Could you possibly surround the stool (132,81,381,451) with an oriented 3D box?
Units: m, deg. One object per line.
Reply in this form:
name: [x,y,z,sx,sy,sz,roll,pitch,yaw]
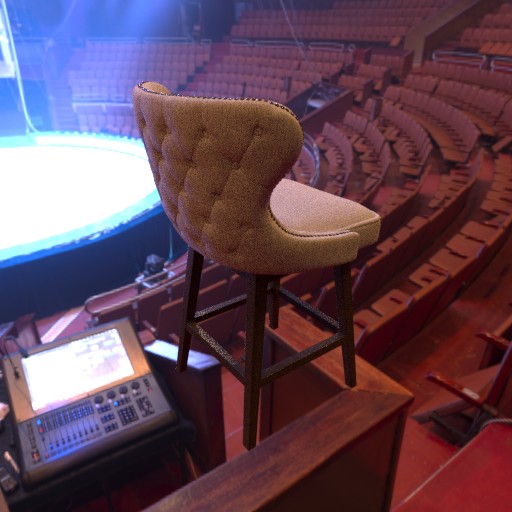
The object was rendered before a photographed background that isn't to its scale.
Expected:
stool: [0.000,0.000,1.337,0.597,0.972,0.615,-18,31,-33]
